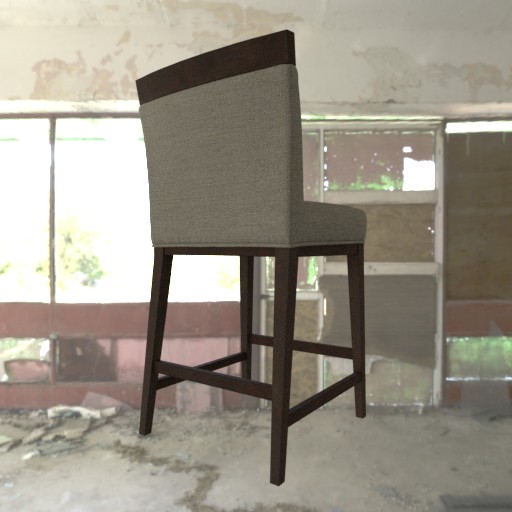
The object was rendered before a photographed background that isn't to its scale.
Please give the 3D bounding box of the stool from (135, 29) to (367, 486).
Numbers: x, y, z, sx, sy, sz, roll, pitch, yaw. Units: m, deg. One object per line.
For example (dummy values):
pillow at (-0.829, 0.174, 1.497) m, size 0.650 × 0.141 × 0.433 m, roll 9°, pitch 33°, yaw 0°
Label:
stool at (0.000, 0.000, 1.310) m, size 0.512 × 1.009 × 0.531 m, roll 1°, pitch 1°, yaw 36°
